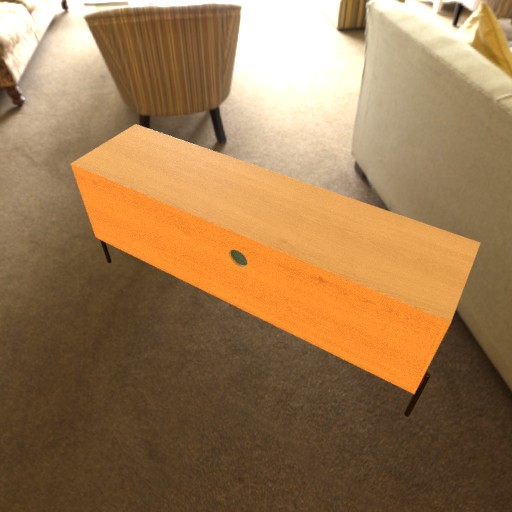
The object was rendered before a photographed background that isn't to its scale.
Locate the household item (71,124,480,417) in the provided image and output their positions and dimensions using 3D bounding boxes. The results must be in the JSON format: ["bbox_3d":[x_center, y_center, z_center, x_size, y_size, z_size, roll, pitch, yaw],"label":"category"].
[{"bbox_3d":[0.000,0.000,1.834,1.550,0.600,0.400,23,49,22],"label":"household item"}]
